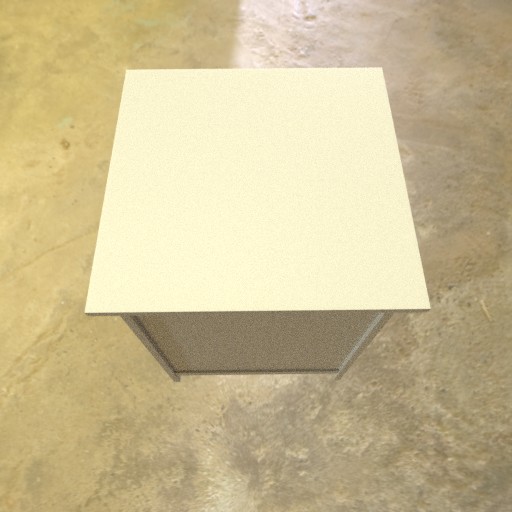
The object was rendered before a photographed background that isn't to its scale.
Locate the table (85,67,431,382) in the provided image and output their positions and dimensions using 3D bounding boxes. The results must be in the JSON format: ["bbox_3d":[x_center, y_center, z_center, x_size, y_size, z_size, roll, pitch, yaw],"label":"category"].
[{"bbox_3d":[0.000,0.000,0.787,0.381,0.483,0.381,-1,63,0],"label":"table"}]
